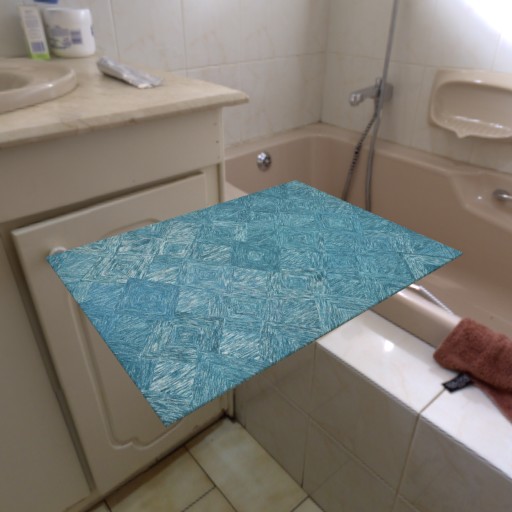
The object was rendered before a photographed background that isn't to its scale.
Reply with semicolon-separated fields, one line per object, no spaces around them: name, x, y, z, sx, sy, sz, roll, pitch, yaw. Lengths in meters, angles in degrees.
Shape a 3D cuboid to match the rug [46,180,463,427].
rug;0.000;0.000;4.260;3.217;0.027;2.405;-22;38;-32
